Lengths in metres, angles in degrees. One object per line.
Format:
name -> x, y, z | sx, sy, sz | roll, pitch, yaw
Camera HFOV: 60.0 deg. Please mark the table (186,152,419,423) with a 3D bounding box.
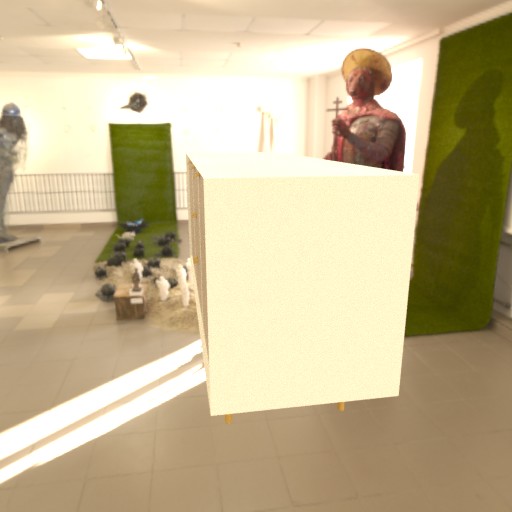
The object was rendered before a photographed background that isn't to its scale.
table -> 0.000, 0.000, 1.805 | 0.508, 0.769, 1.500 | -3, 15, -10
